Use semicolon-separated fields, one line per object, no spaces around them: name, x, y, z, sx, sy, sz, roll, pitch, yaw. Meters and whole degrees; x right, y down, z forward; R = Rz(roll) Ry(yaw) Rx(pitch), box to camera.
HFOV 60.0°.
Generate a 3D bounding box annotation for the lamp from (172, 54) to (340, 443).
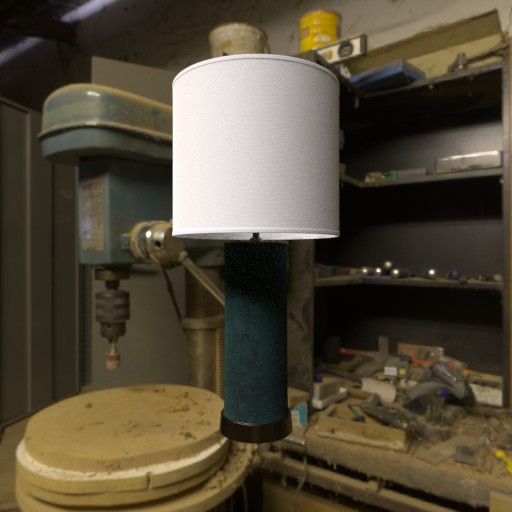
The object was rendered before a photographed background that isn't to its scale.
lamp;0.000;0.000;0.811;0.301;0.630;0.301;0;0;37
